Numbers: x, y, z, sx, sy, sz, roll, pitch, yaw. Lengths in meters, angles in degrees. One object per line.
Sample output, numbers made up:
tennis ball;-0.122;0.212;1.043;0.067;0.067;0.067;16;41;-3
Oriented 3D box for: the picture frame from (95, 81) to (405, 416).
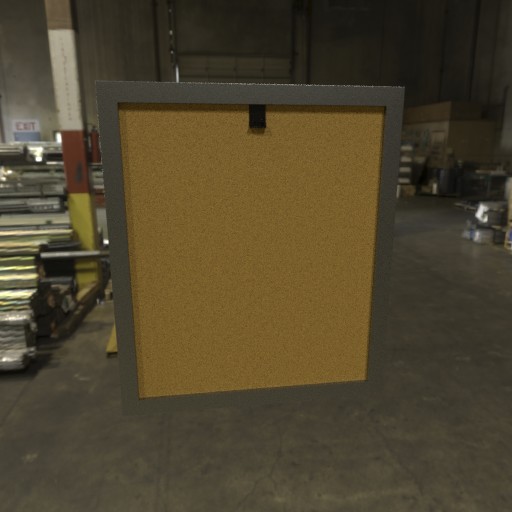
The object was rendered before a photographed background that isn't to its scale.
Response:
picture frame;0.000;0.000;1.339;0.839;0.968;0.073;-2;14;-8
